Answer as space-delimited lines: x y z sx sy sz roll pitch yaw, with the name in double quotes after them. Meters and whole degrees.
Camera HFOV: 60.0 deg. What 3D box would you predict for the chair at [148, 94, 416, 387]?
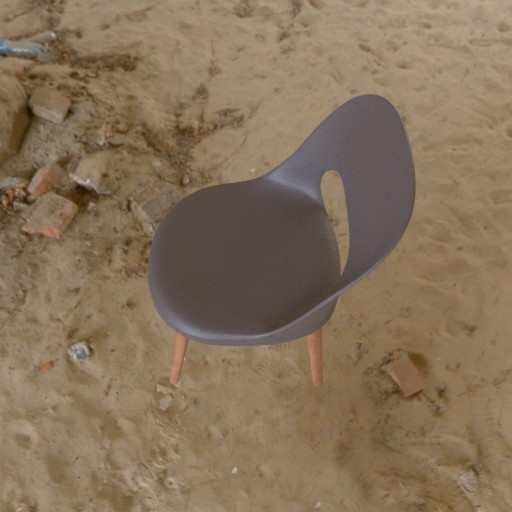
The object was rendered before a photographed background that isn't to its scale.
0.000 0.000 1.137 0.556 0.794 0.470 0 59 0 "chair"
